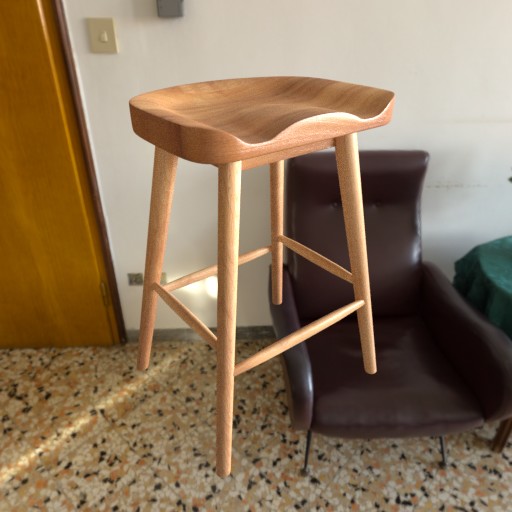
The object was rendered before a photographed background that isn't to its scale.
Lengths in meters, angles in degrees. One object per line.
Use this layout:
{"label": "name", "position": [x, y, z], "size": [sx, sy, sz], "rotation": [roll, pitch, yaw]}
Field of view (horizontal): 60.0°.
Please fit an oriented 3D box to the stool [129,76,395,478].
{"label": "stool", "position": [0.000, 0.000, 0.879], "size": [0.440, 0.615, 0.361], "rotation": [-22, 37, -32]}
